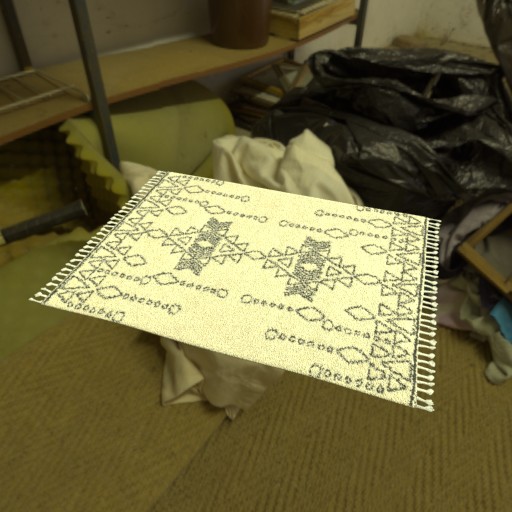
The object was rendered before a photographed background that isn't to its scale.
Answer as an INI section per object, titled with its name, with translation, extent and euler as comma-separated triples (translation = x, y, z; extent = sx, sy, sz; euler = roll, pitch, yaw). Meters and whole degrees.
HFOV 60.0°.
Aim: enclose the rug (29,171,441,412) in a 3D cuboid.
[rug]
translation = 0.000, 0.000, 3.840
extent = 3.027, 0.028, 2.125
euler = 12, 42, 14
